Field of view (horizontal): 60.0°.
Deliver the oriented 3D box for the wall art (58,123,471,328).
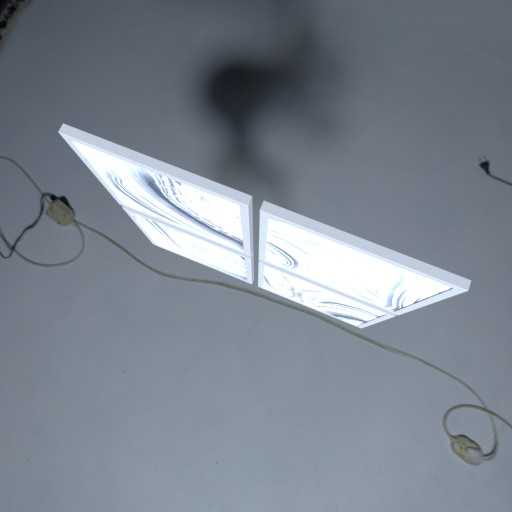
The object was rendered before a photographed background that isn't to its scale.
[{"bbox_3d":[0.000,0.000,1.667,1.118,1.118,0.029,22,77,5],"label":"wall art"}]
